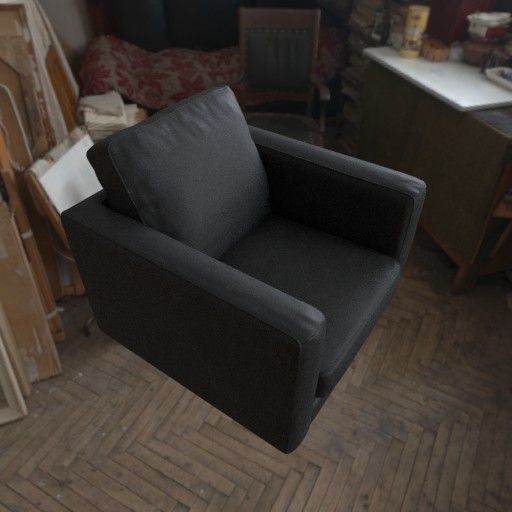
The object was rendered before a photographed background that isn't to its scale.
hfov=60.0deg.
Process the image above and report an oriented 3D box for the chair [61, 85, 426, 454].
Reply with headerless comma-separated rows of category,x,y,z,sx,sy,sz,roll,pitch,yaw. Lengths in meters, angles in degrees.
chair,0.000,0.000,1.522,0.879,0.898,0.831,24,47,25
